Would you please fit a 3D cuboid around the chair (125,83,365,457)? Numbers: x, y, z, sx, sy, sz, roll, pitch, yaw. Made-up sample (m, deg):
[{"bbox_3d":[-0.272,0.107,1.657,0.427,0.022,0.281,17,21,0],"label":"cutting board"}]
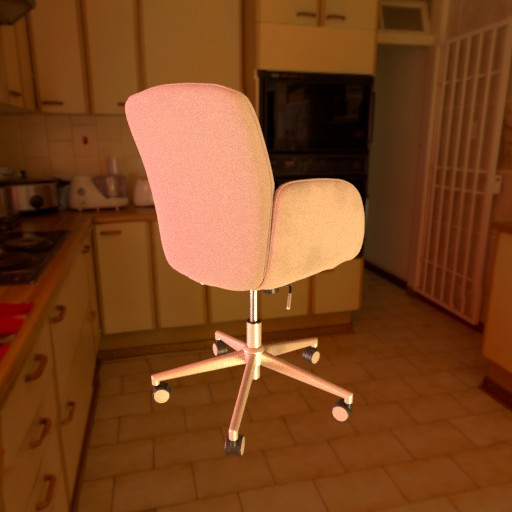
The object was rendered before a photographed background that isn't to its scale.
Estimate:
[{"bbox_3d":[0.000,0.000,1.392,0.654,0.959,0.648,-14,20,-43],"label":"chair"}]
